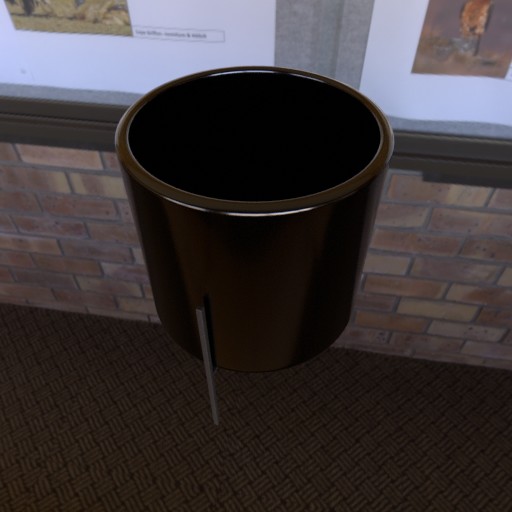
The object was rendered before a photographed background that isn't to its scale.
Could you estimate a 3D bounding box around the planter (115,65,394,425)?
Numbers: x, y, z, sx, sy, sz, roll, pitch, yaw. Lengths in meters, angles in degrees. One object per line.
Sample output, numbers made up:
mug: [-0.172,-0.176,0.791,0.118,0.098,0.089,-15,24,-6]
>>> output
planter: [0.000,0.000,0.641,0.310,0.432,0.310,-17,49,-16]
